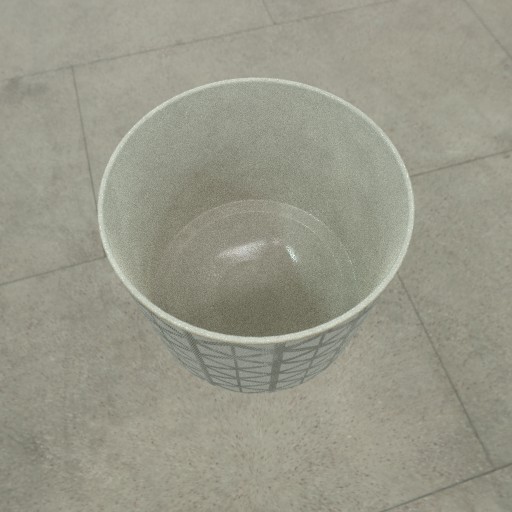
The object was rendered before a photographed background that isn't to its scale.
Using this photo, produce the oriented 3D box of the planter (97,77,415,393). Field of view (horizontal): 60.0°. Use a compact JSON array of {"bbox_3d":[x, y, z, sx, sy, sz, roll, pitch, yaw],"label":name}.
[{"bbox_3d":[0.000,0.000,0.459,0.250,0.239,0.250,0,63,0],"label":"planter"}]
